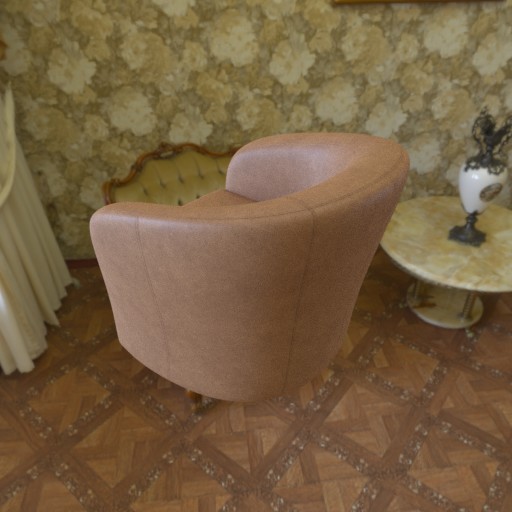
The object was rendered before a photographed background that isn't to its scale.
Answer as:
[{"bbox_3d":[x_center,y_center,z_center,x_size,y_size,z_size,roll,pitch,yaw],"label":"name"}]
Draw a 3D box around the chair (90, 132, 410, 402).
[{"bbox_3d":[0.000,0.000,1.436,0.815,0.771,0.791,23,40,30],"label":"chair"}]
